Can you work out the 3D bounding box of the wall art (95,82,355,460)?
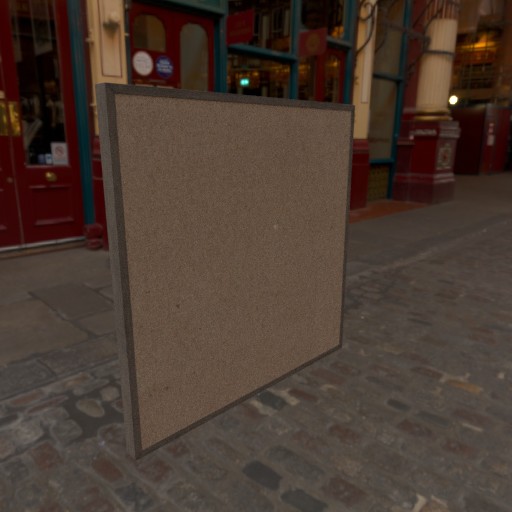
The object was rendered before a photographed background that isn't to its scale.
[{"bbox_3d":[0.000,0.000,1.126,0.762,0.762,0.038,-14,20,-43],"label":"wall art"}]
